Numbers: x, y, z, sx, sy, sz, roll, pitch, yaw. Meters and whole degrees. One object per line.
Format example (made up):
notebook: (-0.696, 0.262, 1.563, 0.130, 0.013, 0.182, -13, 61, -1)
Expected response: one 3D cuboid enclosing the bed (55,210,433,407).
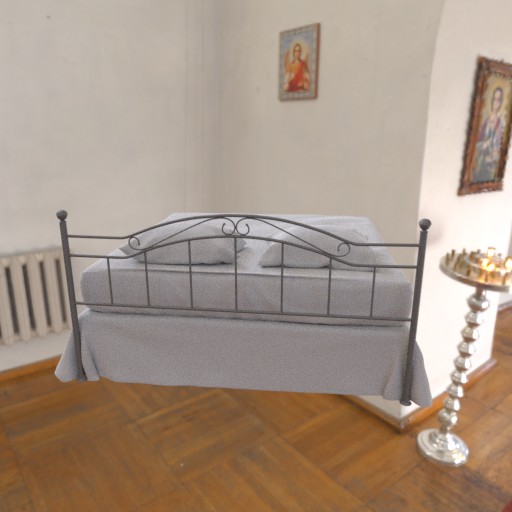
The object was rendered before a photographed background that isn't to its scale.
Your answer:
bed: (0.000, 0.000, 3.531, 2.309, 1.080, 2.220, 2, 16, 7)
